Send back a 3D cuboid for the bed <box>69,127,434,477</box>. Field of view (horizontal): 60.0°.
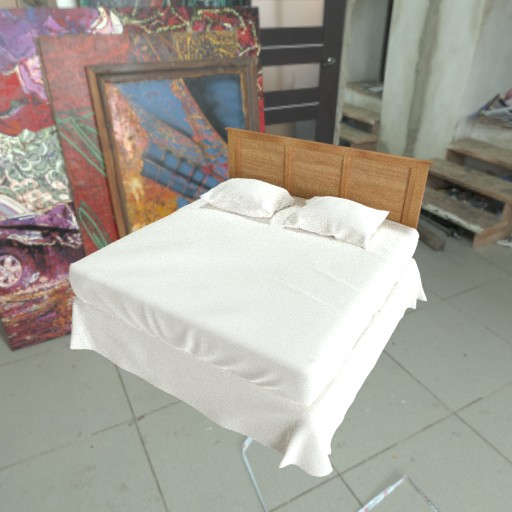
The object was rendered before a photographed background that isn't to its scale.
[{"bbox_3d":[0.000,0.000,3.463,2.317,1.270,2.215,18,35,28],"label":"bed"}]
